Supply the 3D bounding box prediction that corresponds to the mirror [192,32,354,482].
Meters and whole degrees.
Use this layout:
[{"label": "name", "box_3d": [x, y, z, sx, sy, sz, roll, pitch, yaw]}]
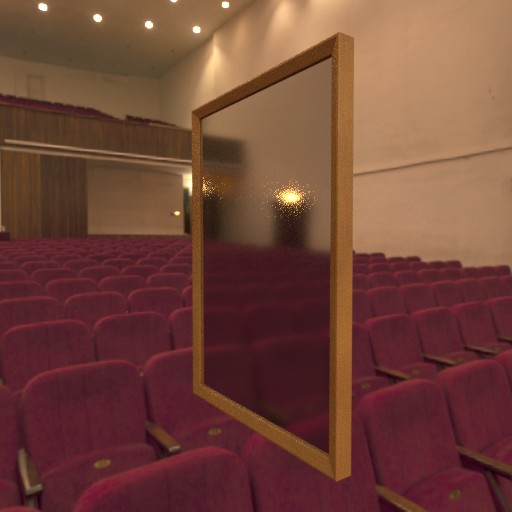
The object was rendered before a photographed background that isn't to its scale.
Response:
[{"label": "mirror", "box_3d": [0.000, 0.000, 0.918, 0.039, 0.710, 0.507, -1, 2, -35]}]
